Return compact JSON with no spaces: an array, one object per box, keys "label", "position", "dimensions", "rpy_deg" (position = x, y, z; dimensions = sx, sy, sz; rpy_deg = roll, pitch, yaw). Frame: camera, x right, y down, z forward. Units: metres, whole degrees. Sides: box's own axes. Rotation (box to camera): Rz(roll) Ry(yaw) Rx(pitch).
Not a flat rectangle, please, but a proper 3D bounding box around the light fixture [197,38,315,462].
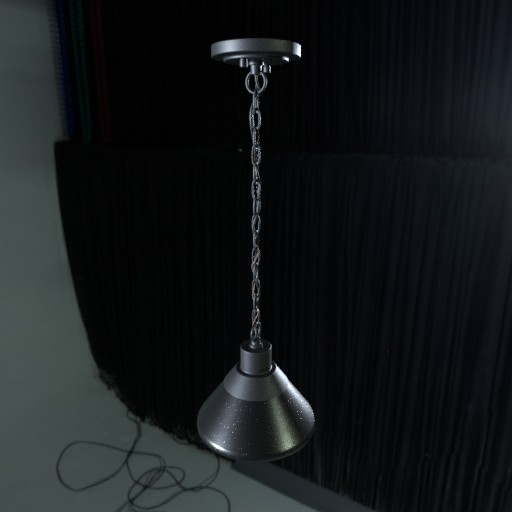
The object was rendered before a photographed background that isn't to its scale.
[{"label":"light fixture","position":[0.000,0.000,0.680],"dimensions":[0.201,0.588,0.201],"rpy_deg":[8,18,26]}]
